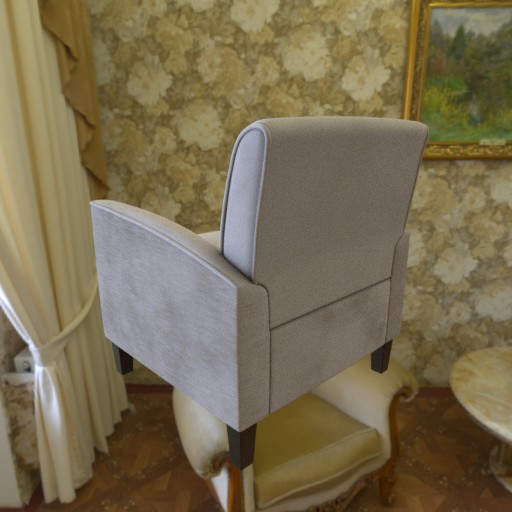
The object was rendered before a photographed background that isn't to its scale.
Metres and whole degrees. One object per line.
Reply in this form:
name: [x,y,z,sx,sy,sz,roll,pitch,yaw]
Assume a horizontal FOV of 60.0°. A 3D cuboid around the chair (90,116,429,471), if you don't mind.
chair: [0.000,0.000,1.544,0.820,0.915,0.821,-15,22,-42]
